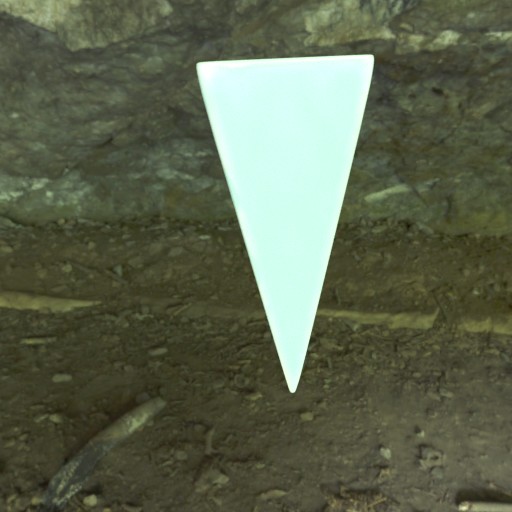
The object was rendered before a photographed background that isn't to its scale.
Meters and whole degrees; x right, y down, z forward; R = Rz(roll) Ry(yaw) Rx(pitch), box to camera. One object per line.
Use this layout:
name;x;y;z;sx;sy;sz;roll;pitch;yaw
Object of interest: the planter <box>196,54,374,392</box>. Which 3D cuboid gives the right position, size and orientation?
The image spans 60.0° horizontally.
planter;0.000;0.000;0.215;0.080;0.178;0.064;15;22;43
